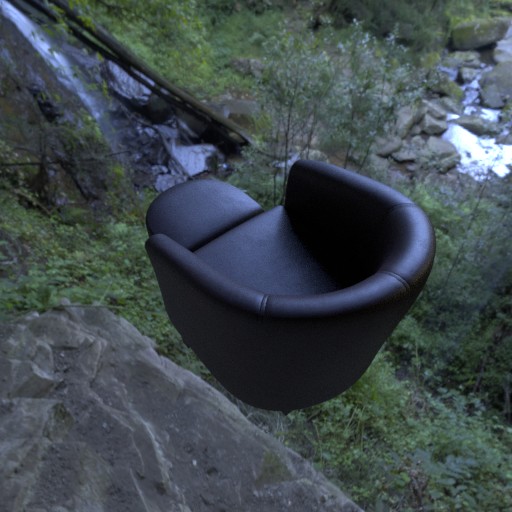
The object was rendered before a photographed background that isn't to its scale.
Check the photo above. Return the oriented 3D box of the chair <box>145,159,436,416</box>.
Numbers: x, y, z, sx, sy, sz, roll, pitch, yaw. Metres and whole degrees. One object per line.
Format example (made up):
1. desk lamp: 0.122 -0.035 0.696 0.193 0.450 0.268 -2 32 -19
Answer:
1. chair: 0.000 0.000 1.642 0.737 0.755 1.176 -32 55 -26
